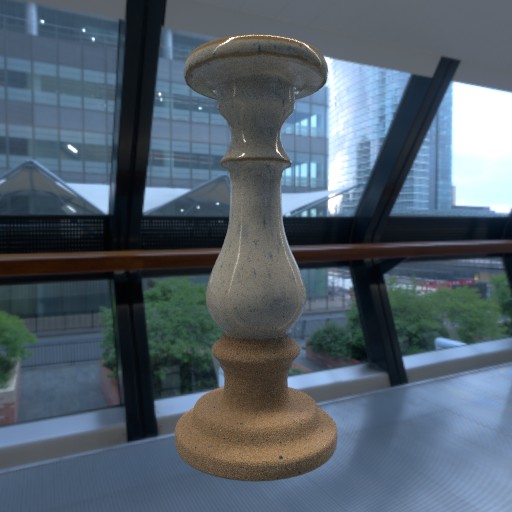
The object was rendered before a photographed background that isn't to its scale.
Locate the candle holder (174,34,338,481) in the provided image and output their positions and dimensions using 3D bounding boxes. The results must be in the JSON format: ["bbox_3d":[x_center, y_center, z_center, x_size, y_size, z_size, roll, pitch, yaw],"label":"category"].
[{"bbox_3d":[0.000,0.000,0.239,0.088,0.203,0.088,0,2,0],"label":"candle holder"}]
